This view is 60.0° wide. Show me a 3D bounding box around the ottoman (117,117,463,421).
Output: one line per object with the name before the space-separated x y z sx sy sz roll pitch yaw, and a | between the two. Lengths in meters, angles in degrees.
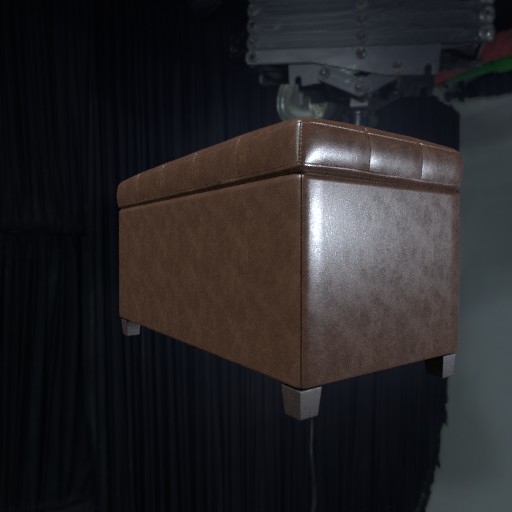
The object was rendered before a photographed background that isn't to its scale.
ottoman | 0.000 0.000 1.097 0.432 0.470 0.838 -1 2 -35
